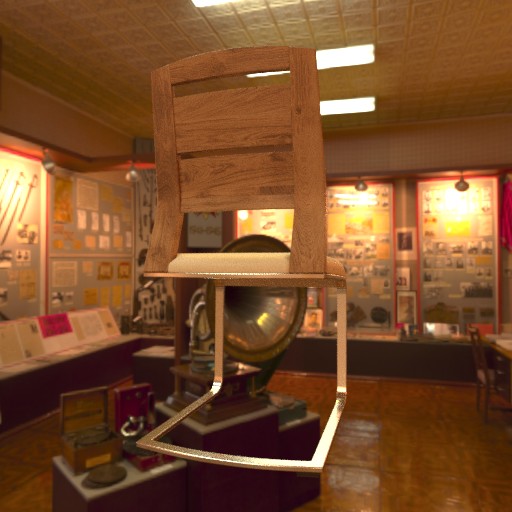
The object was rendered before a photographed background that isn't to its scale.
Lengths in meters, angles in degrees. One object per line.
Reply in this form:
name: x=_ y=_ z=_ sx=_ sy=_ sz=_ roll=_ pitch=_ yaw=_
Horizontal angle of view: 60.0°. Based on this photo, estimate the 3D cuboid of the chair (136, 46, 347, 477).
chair: x=0.000 y=0.000 z=1.256 sx=0.457 sy=0.955 sz=0.561 roll=0 pitch=-1 yaw=17
